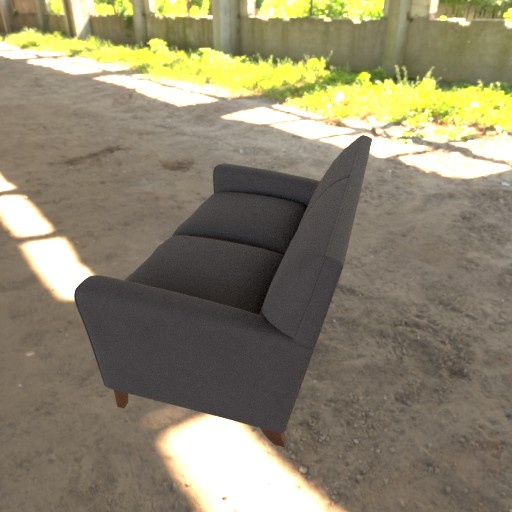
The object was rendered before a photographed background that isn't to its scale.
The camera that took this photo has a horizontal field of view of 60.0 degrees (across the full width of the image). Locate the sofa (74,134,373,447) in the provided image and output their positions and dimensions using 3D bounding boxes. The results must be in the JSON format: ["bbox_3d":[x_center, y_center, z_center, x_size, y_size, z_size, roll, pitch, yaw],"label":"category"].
[{"bbox_3d":[0.000,0.000,2.040,0.871,0.846,1.420,8,31,14],"label":"sofa"}]
